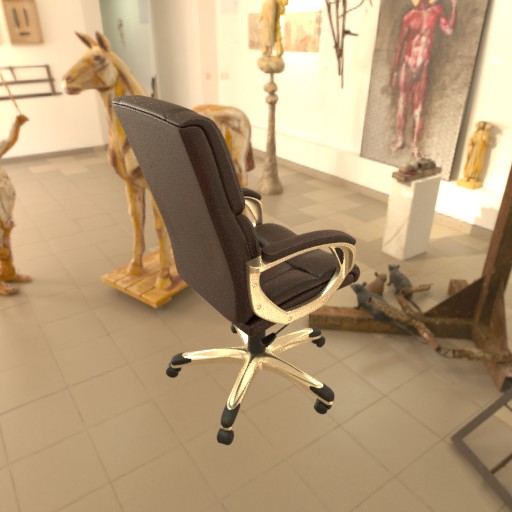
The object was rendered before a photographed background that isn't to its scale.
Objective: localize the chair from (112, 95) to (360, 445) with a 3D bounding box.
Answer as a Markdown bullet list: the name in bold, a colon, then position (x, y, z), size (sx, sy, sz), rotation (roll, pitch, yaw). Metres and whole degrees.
- **chair**: position (0.000, 0.000, 1.570), size (0.739, 1.107, 0.662), rotation (-18, 32, -31)
